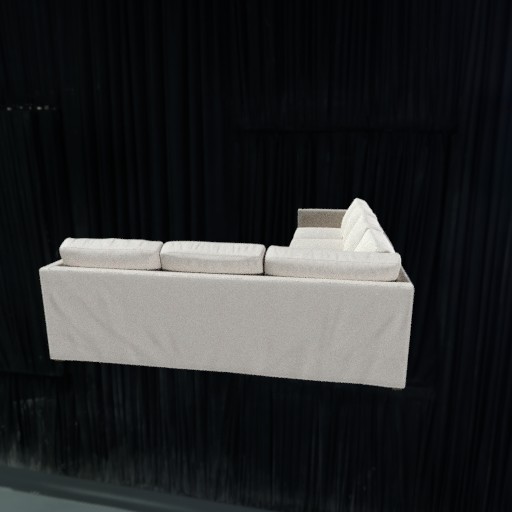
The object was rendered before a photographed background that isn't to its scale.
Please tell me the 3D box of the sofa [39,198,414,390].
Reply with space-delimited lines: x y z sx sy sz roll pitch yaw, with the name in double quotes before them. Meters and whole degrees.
"sofa" 0.000 0.000 4.337 2.432 0.871 3.182 2 14 9
